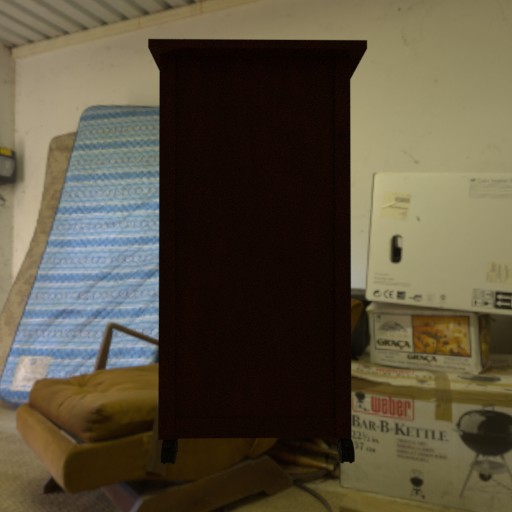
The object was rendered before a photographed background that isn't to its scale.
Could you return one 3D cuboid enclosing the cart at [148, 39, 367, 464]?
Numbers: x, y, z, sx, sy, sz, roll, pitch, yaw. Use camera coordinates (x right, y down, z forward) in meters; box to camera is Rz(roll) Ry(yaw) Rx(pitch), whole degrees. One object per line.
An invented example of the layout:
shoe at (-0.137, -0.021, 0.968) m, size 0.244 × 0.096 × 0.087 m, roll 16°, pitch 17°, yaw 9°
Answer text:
cart at (0.000, 0.000, 1.229) m, size 0.442 × 0.864 × 0.683 m, roll 0°, pitch -1°, yaw -1°
